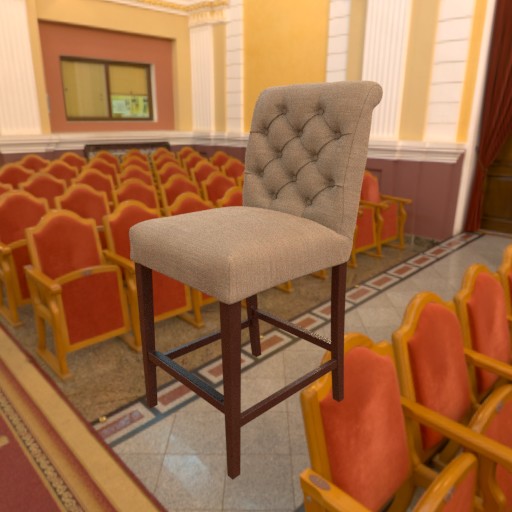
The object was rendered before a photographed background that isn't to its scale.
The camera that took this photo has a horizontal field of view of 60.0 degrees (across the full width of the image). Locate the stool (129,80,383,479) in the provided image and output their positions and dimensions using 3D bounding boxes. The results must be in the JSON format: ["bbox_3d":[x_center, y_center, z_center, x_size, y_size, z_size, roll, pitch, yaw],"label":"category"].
[{"bbox_3d":[0.000,0.000,1.452,0.660,1.084,0.486,-16,24,-41],"label":"stool"}]
